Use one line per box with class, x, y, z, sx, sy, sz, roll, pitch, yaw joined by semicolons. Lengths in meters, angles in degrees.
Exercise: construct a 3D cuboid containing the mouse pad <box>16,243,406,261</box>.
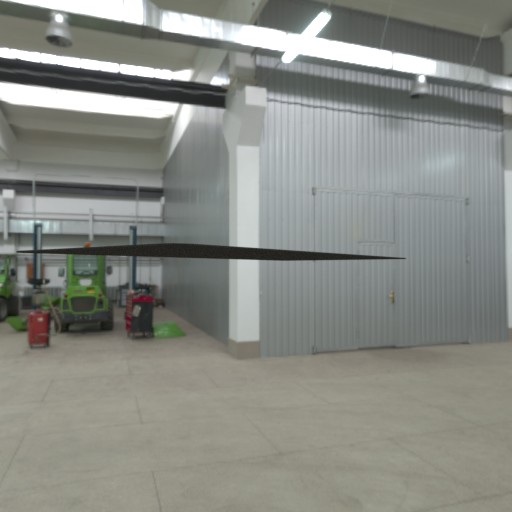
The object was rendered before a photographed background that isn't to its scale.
mouse pad;0.000;0.000;1.029;0.424;0.003;0.907;-1;-2;36
